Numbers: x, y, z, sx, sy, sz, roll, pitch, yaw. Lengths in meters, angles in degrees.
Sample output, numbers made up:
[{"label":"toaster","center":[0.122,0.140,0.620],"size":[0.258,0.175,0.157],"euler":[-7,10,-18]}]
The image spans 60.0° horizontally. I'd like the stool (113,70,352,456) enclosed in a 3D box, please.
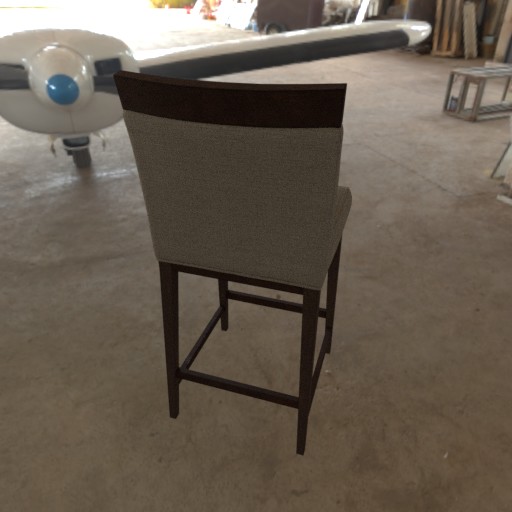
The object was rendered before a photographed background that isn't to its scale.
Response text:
[{"label":"stool","center":[0.000,0.000,1.382],"size":[0.511,1.117,0.531],"euler":[10,33,15]}]
